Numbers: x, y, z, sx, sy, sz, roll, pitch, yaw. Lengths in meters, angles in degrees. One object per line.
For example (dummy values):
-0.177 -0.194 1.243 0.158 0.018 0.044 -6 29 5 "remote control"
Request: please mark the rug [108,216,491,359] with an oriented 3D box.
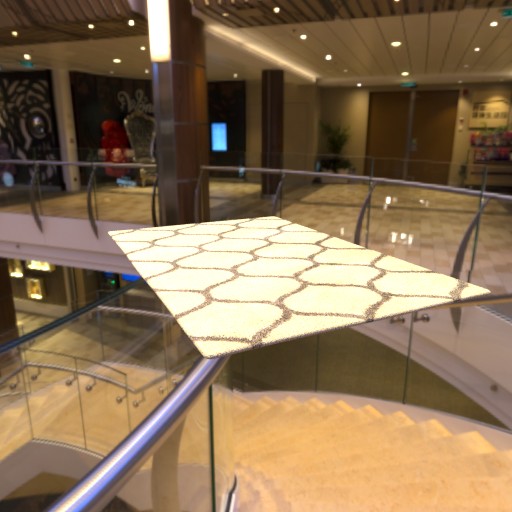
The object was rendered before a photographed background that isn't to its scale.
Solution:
0.000 0.000 3.409 1.801 0.026 2.701 -8 17 -25 "rug"
